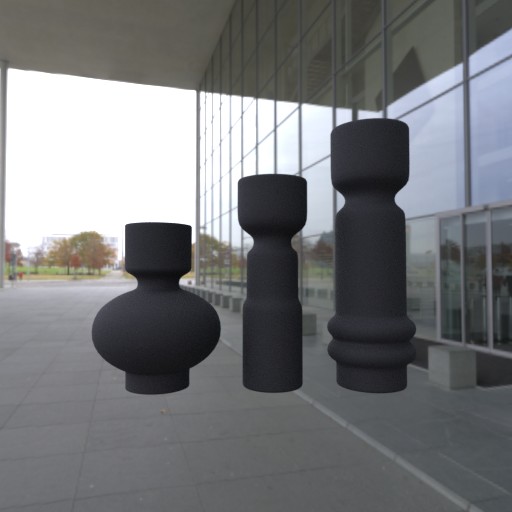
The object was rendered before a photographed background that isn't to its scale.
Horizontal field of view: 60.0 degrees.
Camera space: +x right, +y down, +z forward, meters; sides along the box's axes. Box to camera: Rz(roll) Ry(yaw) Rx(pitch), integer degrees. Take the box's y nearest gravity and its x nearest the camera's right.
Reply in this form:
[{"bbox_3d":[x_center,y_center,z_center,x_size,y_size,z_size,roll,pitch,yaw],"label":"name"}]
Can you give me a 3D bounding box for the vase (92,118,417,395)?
[{"bbox_3d":[0.000,0.000,0.430,0.307,0.249,0.120,0,-2,-2],"label":"vase"}]
